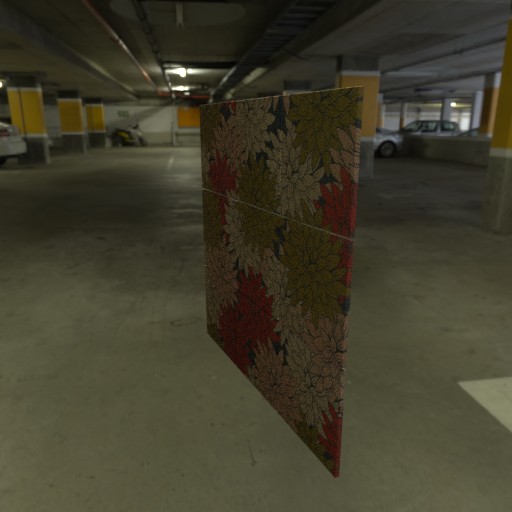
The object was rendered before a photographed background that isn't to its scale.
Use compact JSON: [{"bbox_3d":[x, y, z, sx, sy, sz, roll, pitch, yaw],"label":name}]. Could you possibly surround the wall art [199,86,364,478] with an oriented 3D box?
[{"bbox_3d":[0.000,0.000,1.365,0.013,0.913,0.904,-8,18,-25],"label":"wall art"}]
